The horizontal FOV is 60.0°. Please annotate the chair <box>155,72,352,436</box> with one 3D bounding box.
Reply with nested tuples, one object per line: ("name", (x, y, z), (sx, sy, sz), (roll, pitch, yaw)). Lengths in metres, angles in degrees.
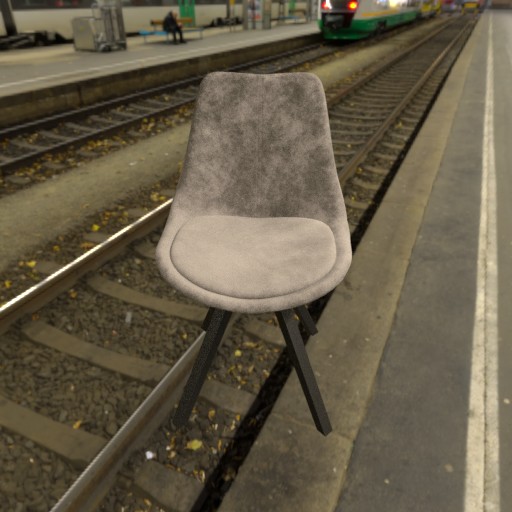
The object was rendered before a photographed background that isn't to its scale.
("chair", (0.000, 0.000, 1.187), (0.485, 0.850, 0.550), (2, 30, 3))
